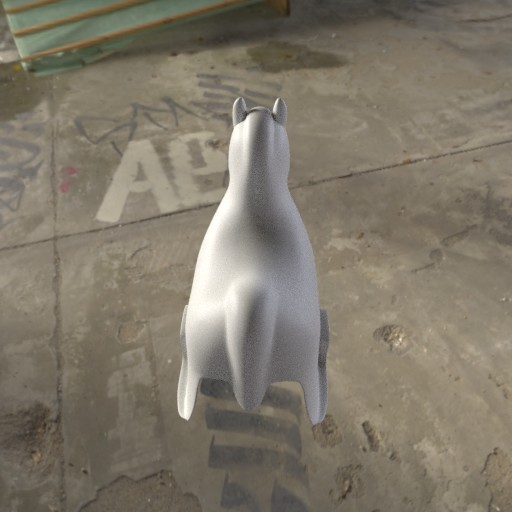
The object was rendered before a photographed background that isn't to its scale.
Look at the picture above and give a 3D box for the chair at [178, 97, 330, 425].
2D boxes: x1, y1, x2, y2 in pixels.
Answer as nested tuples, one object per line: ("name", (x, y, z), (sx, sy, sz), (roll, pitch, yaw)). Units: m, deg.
("chair", (0.000, 0.000, 1.175), (0.429, 0.612, 0.800), (2, 47, 1))
